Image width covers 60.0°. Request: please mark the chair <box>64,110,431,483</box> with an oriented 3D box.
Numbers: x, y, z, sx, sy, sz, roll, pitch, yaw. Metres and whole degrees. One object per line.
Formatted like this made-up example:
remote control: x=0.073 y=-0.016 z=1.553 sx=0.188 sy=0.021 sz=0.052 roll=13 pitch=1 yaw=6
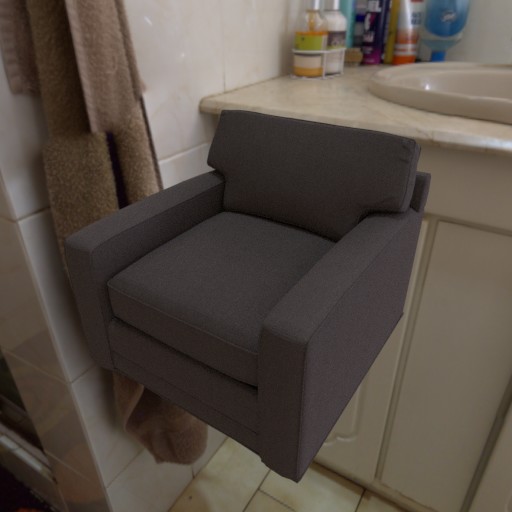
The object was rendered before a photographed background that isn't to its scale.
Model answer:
chair: x=0.000 y=0.000 z=1.764 sx=0.997 sy=0.913 sz=1.043 roll=19 pitch=35 yaw=29
